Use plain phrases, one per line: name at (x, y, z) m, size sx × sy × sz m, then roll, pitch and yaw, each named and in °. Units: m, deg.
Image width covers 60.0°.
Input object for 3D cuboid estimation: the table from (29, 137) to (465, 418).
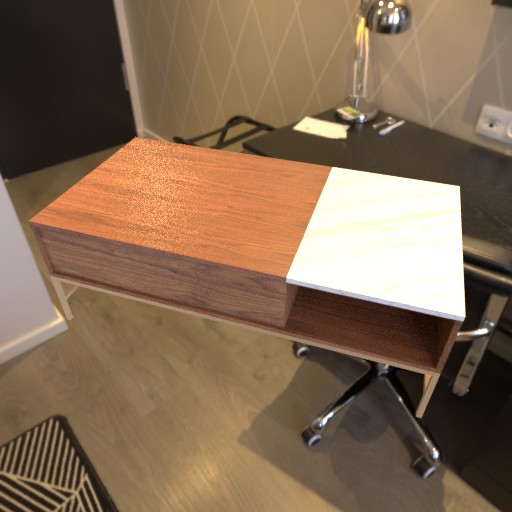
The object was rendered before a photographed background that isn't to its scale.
table at (0.000, 0.000, 1.951) m, size 1.553 × 0.551 × 0.789 m, roll 12°, pitch 41°, yaw 14°
